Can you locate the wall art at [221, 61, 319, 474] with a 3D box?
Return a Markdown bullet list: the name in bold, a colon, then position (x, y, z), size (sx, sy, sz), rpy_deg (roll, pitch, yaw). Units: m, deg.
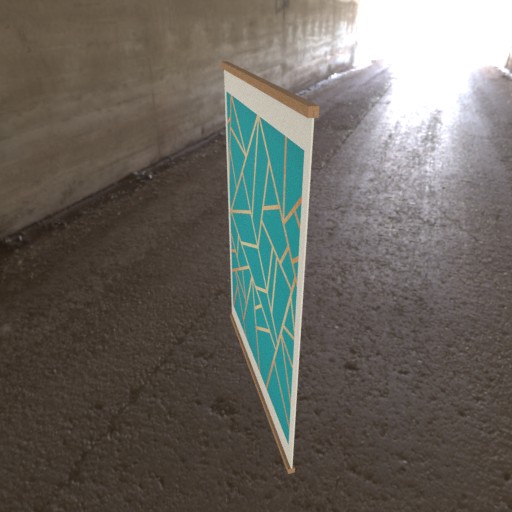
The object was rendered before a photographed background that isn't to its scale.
- **wall art**: position (0.000, 0.000, 0.806), size (0.012, 0.608, 0.459), rpy_deg (-8, 30, -13)
